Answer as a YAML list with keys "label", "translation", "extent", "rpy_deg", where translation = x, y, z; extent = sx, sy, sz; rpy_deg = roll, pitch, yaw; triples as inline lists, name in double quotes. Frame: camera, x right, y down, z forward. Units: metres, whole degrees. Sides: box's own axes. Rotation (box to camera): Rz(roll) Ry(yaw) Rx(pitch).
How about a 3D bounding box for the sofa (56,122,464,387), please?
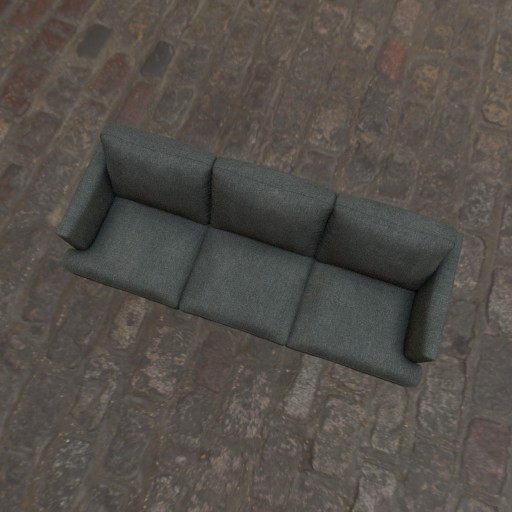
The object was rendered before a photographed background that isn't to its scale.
- label: "sofa"
  translation: [0.000, 0.000, 2.697]
  extent: [2.246, 0.930, 0.903]
  rpy_deg: [18, 75, 5]
